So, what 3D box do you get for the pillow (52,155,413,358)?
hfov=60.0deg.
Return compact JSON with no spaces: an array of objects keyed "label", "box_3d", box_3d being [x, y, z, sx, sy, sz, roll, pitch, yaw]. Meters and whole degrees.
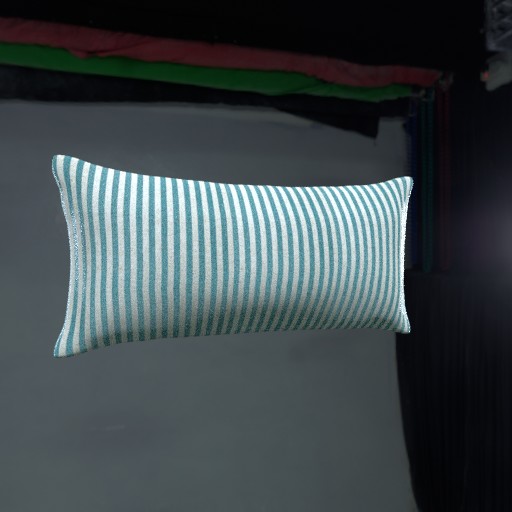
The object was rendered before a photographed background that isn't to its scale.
[{"label":"pillow","box_3d":[0.000,0.000,0.734,0.617,0.295,0.151,0,0,-18]}]
